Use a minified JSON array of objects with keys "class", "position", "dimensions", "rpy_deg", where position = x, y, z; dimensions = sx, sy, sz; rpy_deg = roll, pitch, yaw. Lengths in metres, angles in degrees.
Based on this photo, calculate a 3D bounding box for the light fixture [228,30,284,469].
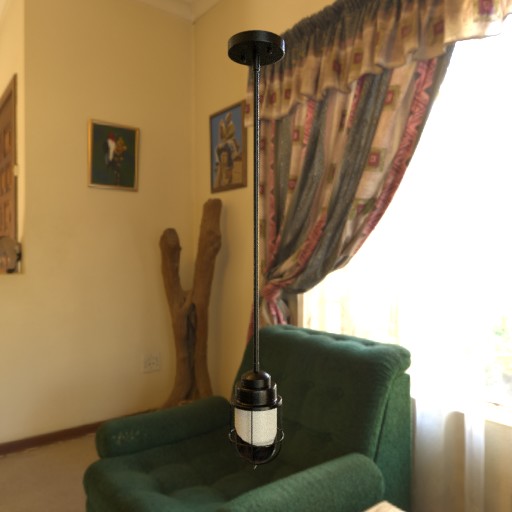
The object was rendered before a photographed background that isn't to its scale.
[{"class":"light fixture","position":[0.000,0.000,0.967],"dimensions":[0.123,0.920,0.123],"rpy_deg":[0,1,36]}]
